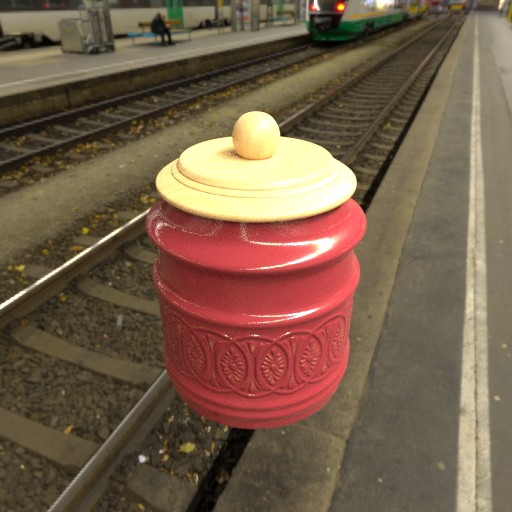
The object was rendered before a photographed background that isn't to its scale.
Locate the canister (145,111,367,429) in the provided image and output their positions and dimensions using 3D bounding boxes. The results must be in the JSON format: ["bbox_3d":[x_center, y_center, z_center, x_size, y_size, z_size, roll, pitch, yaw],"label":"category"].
[{"bbox_3d":[0.000,0.000,0.280,0.130,0.176,0.130,0,30,0],"label":"canister"}]
